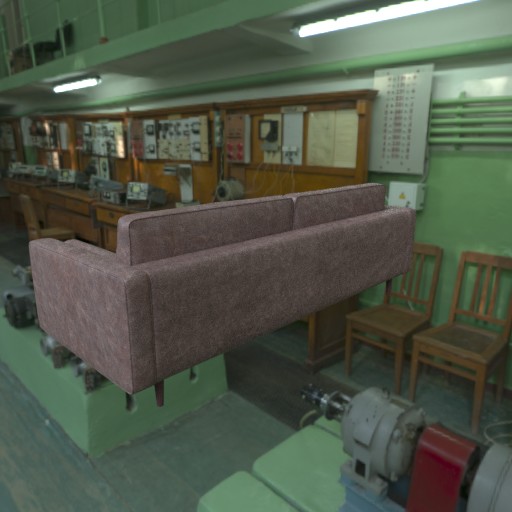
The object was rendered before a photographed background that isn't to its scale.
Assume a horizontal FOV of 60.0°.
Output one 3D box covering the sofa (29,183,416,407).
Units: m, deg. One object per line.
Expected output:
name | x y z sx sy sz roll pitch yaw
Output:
sofa | 0.000 0.000 2.591 0.914 0.762 2.210 14 20 43
